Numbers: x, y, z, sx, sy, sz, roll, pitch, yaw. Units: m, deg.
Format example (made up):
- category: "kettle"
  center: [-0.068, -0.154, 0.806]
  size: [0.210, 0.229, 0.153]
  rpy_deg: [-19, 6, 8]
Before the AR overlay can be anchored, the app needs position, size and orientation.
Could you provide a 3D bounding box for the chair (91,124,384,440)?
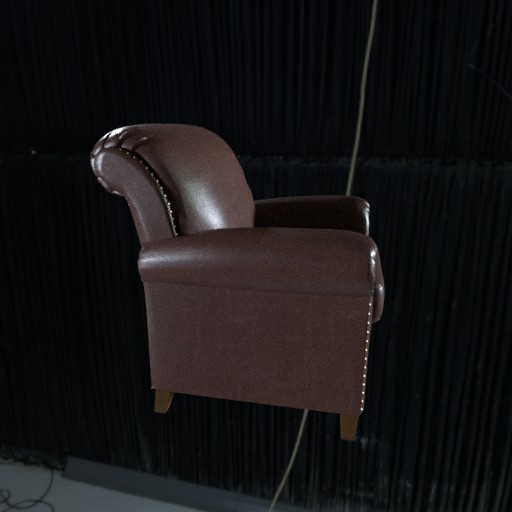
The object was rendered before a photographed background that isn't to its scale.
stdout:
- category: "chair"
  center: [0.000, 0.000, 1.622]
  size: [0.890, 0.927, 0.854]
  rpy_deg: [3, 16, 12]
